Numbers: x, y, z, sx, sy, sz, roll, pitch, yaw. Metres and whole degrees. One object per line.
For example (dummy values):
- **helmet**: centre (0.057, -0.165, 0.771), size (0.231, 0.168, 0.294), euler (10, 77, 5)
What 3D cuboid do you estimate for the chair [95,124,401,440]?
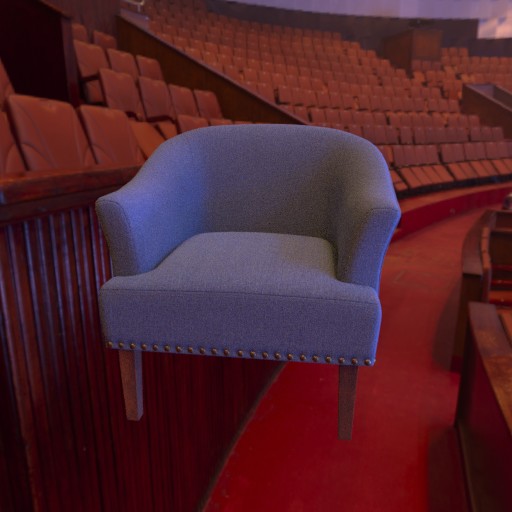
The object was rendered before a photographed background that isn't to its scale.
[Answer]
- **chair**: centre (0.000, 0.000, 1.391), size (0.798, 0.815, 0.704), euler (2, 15, 8)
